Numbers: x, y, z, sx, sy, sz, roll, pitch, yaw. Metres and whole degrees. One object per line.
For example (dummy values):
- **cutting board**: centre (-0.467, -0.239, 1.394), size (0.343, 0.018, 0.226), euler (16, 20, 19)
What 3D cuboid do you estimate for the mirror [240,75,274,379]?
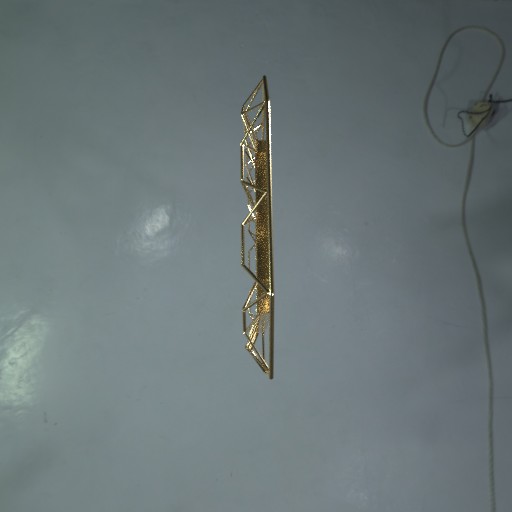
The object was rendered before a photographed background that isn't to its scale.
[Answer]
- **mirror**: centre (0.000, 0.000, 1.109), size (0.051, 0.870, 0.572), euler (-1, 77, 0)
